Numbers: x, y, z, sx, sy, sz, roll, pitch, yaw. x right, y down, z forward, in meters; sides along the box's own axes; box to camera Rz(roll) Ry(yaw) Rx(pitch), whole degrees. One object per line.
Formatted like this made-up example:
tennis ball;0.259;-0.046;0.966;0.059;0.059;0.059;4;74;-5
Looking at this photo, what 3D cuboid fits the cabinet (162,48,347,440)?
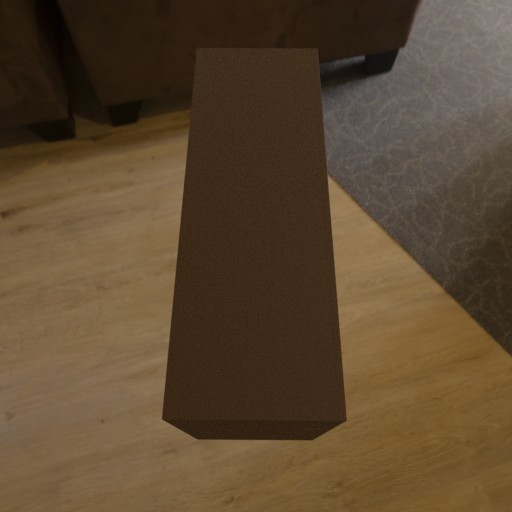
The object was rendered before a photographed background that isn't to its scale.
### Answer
cabinet;0.000;0.000;1.870;0.482;0.914;1.396;0;64;0
